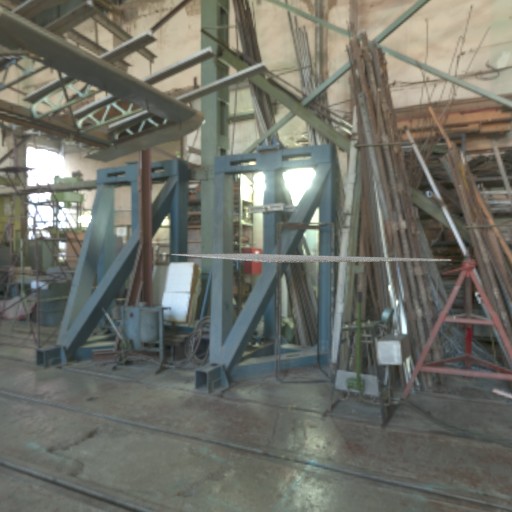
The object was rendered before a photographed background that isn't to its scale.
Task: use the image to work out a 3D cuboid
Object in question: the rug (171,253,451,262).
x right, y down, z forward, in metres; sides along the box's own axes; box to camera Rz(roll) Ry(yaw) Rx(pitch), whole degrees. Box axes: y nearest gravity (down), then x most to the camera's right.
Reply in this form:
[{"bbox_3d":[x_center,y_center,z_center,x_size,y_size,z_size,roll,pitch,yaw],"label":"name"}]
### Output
[{"bbox_3d":[0.000,0.000,2.677,0.706,0.009,2.443,0,1,-18],"label":"rug"}]
